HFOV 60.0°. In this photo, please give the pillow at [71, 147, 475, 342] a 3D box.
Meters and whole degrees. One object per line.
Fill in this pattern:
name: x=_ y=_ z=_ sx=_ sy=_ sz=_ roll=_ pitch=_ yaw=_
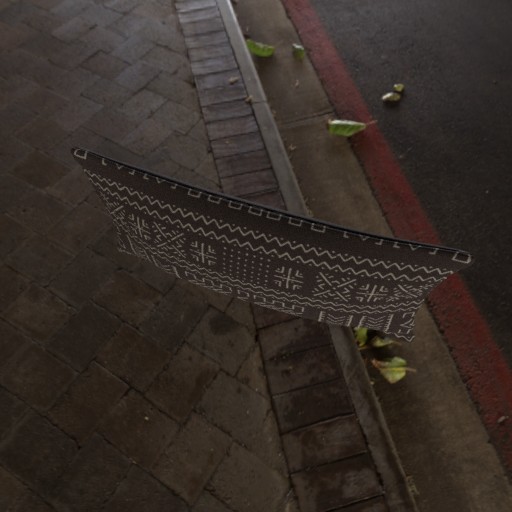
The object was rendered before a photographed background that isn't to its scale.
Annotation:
pillow: x=0.000 y=0.000 z=0.811 sx=0.667 sy=0.322 sz=0.135 roll=16 pitch=60 yaw=10
